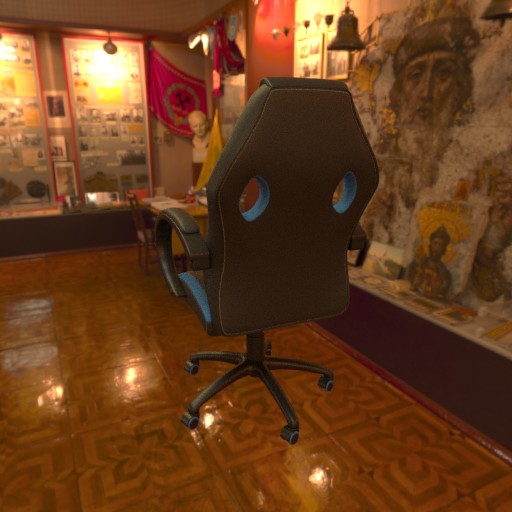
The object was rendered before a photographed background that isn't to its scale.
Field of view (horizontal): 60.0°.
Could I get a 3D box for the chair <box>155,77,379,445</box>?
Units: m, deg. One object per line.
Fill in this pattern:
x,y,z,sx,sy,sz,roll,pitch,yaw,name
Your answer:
0.000,0.000,1.664,0.673,1.187,0.724,-7,17,-23,chair
